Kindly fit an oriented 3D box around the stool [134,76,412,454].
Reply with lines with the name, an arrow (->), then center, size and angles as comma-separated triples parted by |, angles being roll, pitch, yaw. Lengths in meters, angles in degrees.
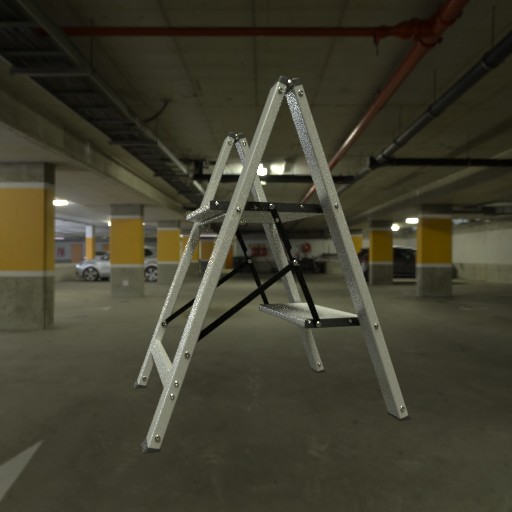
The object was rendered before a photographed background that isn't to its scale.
stool -> 0.000, 0.000, 1.035 | 0.535, 0.670, 0.440 | 0, 0, -17
